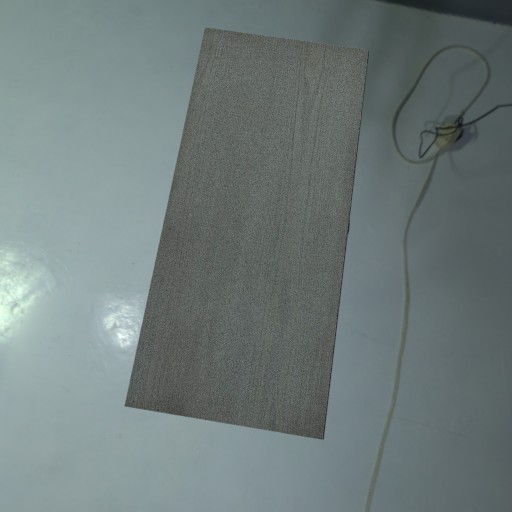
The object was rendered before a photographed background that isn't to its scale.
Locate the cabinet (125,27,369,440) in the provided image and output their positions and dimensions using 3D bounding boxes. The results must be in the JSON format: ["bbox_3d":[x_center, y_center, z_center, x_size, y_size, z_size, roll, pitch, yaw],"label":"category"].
[{"bbox_3d":[0.000,0.000,1.241,0.370,0.787,0.781,9,78,2],"label":"cabinet"}]
